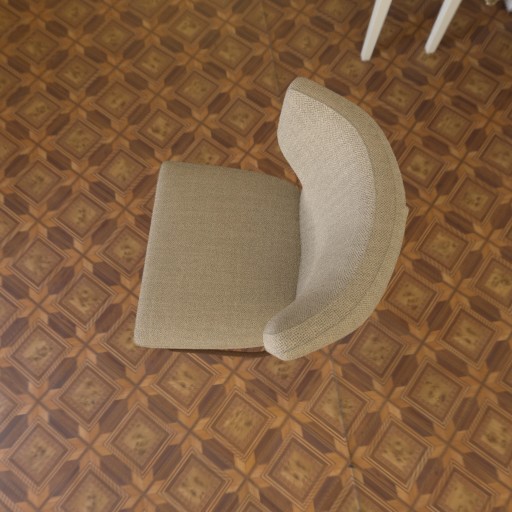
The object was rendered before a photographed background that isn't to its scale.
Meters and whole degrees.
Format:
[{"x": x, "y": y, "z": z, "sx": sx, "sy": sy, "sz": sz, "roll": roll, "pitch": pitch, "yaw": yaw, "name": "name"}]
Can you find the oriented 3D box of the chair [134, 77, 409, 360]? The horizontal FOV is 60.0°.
[{"x": 0.000, "y": 0.000, "z": 1.259, "sx": 0.617, "sy": 0.824, "sz": 0.611, "roll": 4, "pitch": 74, "yaw": 1, "name": "chair"}]
